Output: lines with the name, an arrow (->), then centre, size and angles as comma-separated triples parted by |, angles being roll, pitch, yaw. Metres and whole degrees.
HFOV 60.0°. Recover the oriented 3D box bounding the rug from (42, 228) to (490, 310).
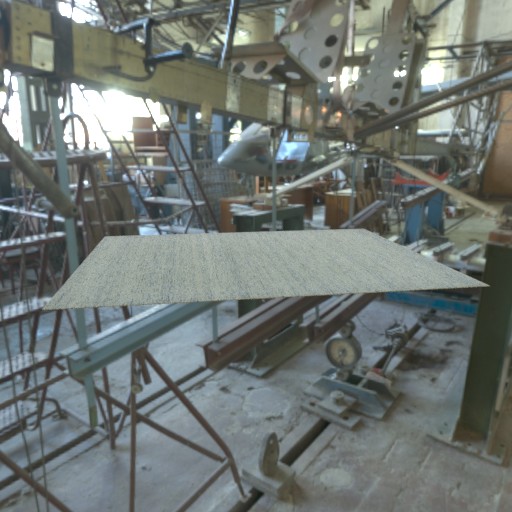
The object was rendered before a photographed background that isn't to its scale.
rug -> 0.000, 0.000, 4.282 | 3.197, 0.006, 2.438 | -2, 14, -9
